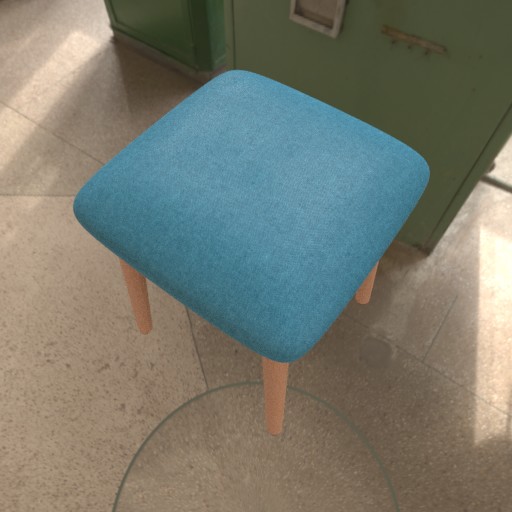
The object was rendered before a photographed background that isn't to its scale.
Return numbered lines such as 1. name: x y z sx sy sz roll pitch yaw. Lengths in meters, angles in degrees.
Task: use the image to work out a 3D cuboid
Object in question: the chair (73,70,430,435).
1. chair: 0.000 0.000 0.716 0.360 0.450 0.360 32 64 18
